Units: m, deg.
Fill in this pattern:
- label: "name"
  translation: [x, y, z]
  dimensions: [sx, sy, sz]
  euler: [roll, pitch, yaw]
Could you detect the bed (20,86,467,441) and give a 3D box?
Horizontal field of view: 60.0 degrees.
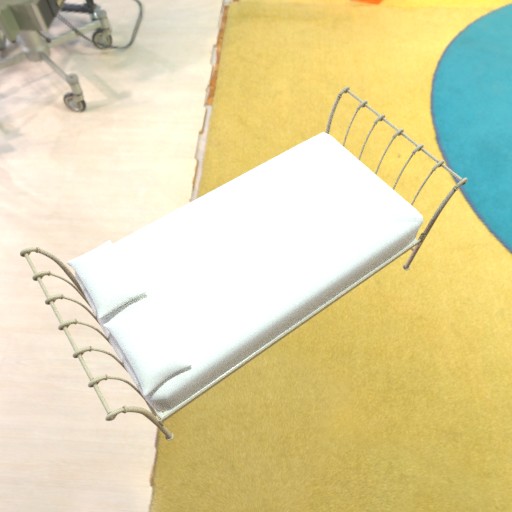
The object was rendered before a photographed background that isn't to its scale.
- label: "bed"
  translation: [0.000, 0.000, 2.722]
  dimensions: [2.228, 0.873, 1.032]
  euler: [-31, 63, -18]
